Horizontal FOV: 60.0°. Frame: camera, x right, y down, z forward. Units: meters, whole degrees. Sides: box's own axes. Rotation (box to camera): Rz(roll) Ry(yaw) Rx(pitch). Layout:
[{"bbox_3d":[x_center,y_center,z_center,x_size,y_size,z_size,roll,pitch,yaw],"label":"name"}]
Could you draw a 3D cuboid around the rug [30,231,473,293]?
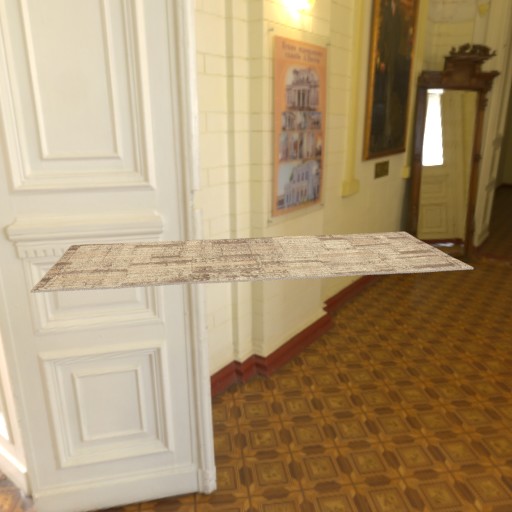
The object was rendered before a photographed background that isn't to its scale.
[{"bbox_3d":[0.000,0.000,2.747,2.383,0.018,0.857,-3,17,-8],"label":"rug"}]
